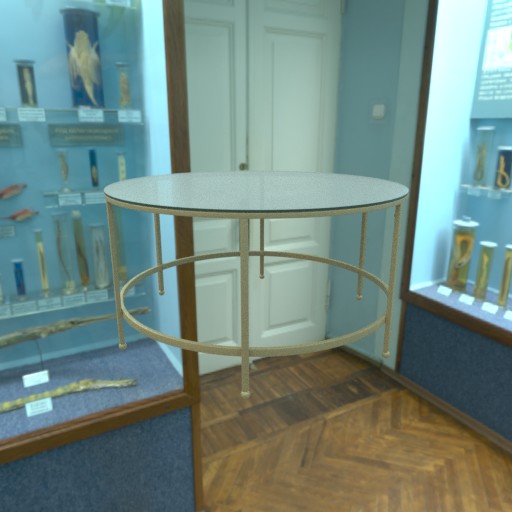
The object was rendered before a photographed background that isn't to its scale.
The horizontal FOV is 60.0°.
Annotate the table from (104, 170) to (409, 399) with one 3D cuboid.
[{"bbox_3d":[0.000,0.000,1.456,0.914,0.470,0.914,0,16,0],"label":"table"}]
